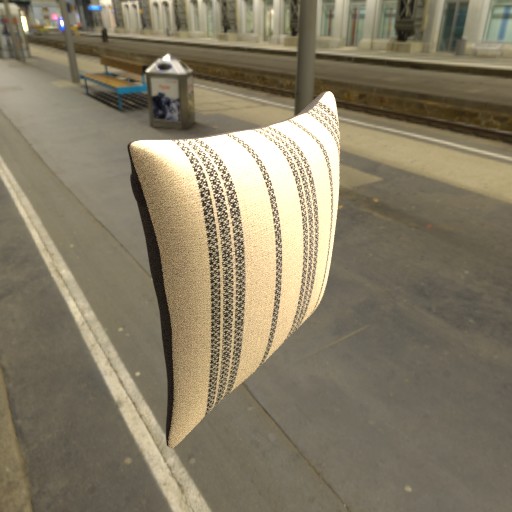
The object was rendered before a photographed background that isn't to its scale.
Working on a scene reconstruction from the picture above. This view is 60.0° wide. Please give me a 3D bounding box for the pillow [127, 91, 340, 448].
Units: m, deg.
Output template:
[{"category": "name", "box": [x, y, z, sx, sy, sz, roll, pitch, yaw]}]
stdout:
[{"category": "pillow", "box": [0.000, 0.000, 0.639, 0.173, 0.406, 0.405, 18, 33, 30]}]
